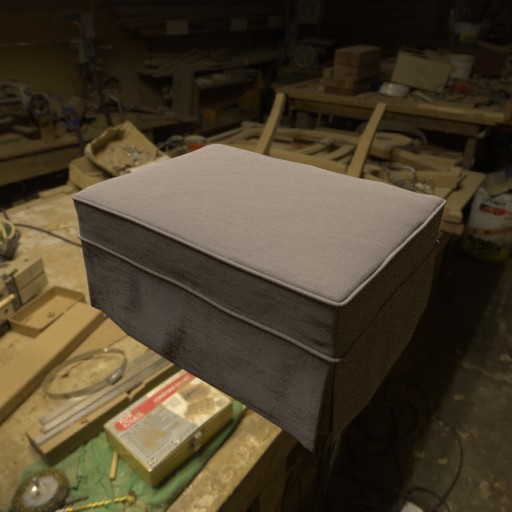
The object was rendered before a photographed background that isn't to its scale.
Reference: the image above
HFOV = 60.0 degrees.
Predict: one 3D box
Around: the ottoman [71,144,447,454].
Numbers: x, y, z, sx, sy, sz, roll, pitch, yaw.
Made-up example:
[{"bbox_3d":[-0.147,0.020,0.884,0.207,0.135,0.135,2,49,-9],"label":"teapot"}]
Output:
[{"bbox_3d":[0.000,0.000,1.370,0.944,0.479,0.703,21,36,32],"label":"ottoman"}]
